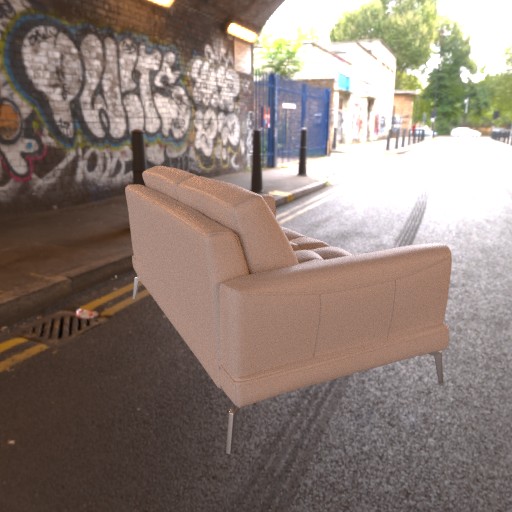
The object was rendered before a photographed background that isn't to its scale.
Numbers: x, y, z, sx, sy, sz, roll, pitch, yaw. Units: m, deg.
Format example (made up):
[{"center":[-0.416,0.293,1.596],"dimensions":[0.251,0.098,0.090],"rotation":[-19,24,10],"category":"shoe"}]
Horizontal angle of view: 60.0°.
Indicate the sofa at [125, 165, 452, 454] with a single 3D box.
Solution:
[{"center":[0.000,0.000,2.481],"dimensions":[1.121,0.930,1.819],"rotation":[-8,18,-25],"category":"sofa"}]
